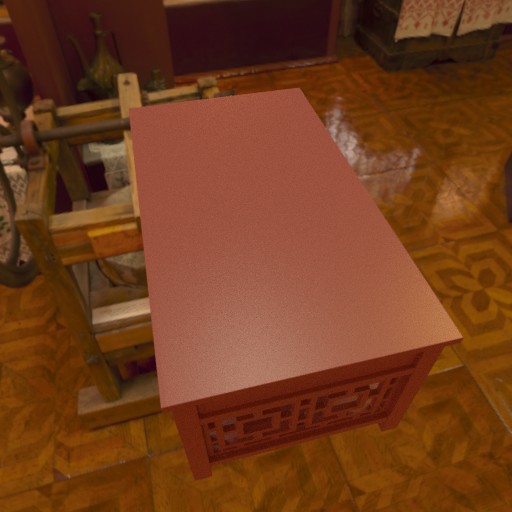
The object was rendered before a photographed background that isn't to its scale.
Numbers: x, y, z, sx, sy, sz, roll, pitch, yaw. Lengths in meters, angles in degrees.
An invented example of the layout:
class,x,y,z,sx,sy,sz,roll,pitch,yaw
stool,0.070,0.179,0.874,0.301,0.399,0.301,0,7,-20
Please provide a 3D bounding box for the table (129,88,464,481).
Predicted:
class,x,y,z,sx,sy,sz,roll,pitch,yaw
table,0.000,0.000,1.364,0.612,0.493,1.068,-10,48,-9
